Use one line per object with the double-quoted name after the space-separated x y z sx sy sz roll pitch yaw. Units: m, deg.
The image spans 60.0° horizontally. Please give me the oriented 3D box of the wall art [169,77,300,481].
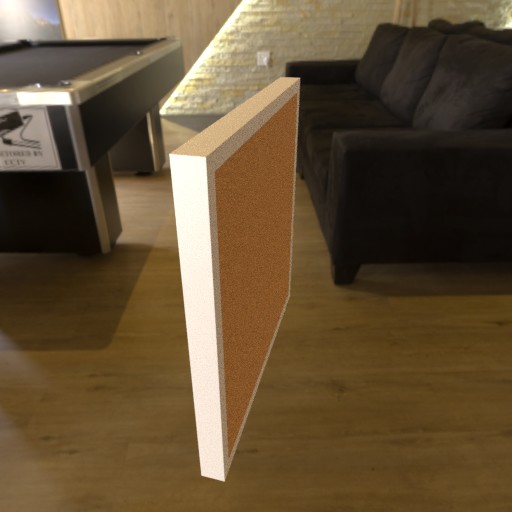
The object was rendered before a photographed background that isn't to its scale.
0.000 0.000 0.767 0.038 0.508 0.507 8 31 13 "wall art"
